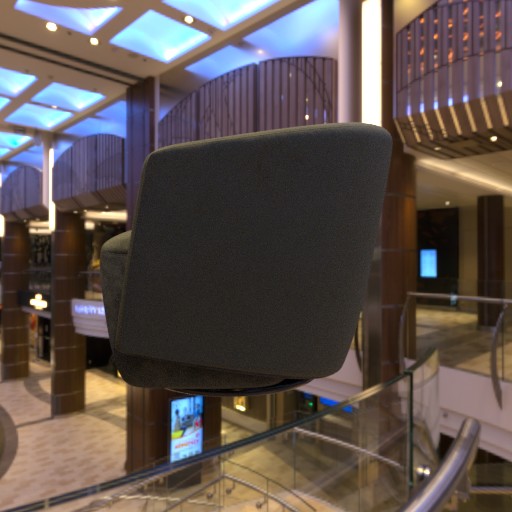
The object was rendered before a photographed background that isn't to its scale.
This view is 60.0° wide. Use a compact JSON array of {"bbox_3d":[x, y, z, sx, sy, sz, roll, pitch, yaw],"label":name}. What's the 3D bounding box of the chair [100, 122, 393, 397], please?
[{"bbox_3d":[0.000,0.000,1.340,0.767,0.698,0.773,0,0,0],"label":"chair"}]
